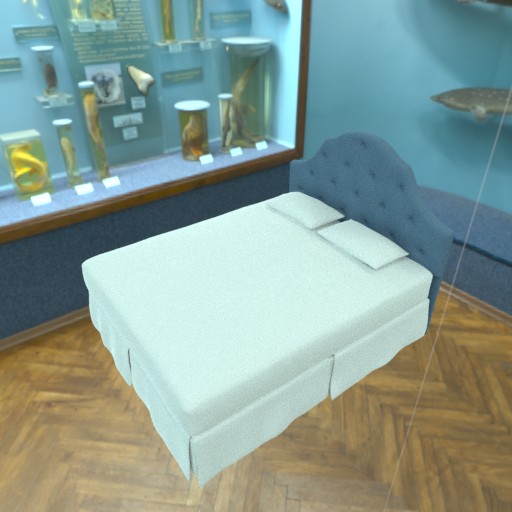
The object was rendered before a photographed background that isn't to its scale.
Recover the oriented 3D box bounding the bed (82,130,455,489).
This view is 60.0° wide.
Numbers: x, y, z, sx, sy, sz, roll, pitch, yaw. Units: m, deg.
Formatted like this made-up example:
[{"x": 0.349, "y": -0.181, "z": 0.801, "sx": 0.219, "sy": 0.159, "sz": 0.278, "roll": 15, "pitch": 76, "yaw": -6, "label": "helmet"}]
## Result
[{"x": 0.000, "y": 0.000, "z": 3.692, "sx": 2.477, "sy": 1.617, "sz": 2.039, "roll": -22, "pitch": 39, "yaw": -30, "label": "bed"}]
